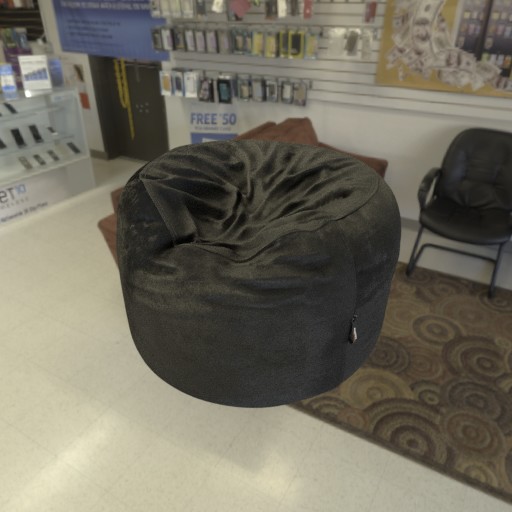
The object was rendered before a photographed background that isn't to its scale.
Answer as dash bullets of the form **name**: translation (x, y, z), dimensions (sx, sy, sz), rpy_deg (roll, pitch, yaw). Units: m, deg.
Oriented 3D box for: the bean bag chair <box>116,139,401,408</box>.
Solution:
- **bean bag chair**: translation (0.000, 0.000, 1.510), dimensions (0.918, 0.605, 0.918), rpy_deg (0, 31, 0)
